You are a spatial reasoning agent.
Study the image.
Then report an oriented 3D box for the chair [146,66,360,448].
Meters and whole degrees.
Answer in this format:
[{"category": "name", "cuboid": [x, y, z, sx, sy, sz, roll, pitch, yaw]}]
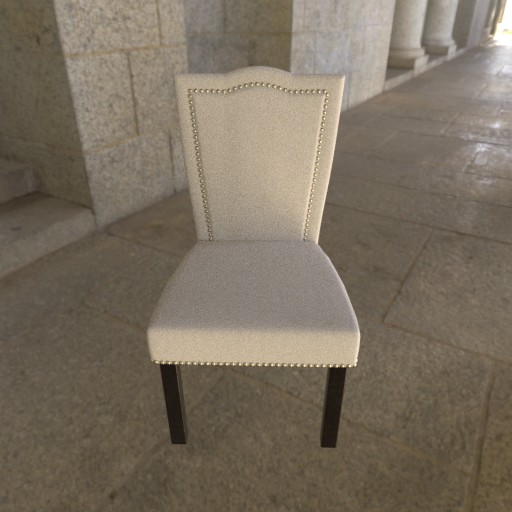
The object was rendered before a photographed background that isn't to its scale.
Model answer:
[{"category": "chair", "cuboid": [0.000, 0.000, 1.268, 0.518, 0.946, 0.589, 1, 30, 1]}]
